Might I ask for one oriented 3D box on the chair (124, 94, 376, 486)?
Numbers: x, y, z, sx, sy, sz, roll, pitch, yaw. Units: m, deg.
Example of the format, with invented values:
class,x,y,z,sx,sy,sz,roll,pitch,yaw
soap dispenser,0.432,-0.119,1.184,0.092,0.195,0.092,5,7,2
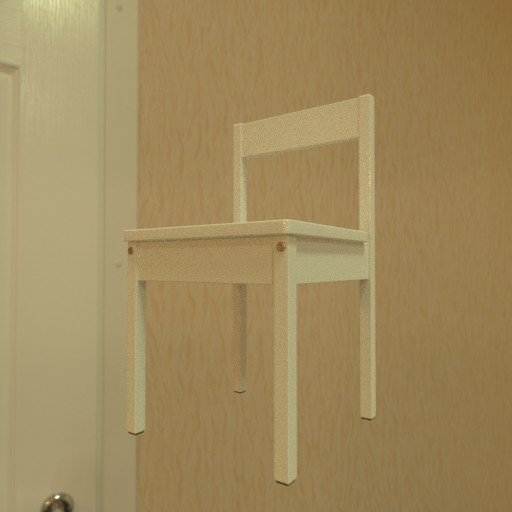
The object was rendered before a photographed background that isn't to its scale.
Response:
class,x,y,z,sx,sy,sz,roll,pitch,yaw
chair,0.000,0.000,0.878,0.367,0.668,0.361,-1,-1,35
